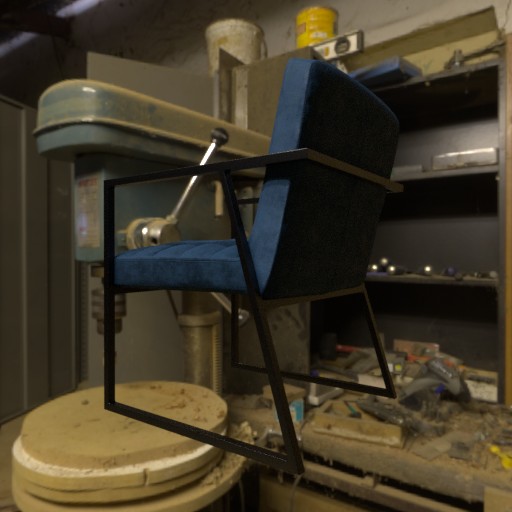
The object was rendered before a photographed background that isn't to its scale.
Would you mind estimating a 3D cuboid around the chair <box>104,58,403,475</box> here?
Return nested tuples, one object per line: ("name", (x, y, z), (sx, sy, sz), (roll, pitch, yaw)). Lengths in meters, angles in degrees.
("chair", (0.000, 0.000, 1.255), (0.677, 0.833, 0.571), (0, 1, 36))
